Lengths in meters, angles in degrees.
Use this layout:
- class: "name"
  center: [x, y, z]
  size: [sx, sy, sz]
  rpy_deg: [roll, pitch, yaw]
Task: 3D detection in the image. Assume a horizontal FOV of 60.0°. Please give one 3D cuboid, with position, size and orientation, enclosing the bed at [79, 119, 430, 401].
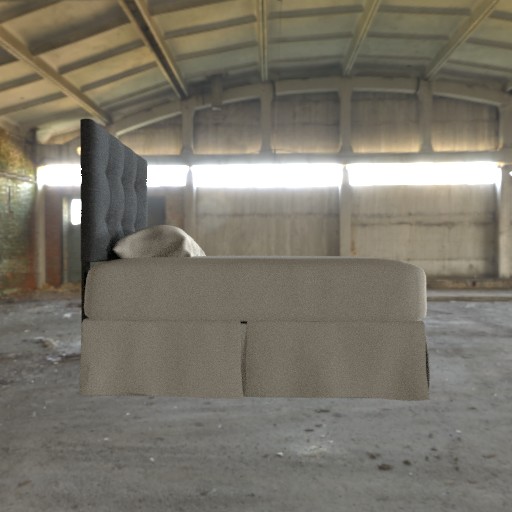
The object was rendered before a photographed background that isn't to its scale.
- class: "bed"
  center: [0.000, 0.000, 3.040]
  size: [1.997, 1.571, 1.261]
  rpy_deg: [0, 0, 2]
